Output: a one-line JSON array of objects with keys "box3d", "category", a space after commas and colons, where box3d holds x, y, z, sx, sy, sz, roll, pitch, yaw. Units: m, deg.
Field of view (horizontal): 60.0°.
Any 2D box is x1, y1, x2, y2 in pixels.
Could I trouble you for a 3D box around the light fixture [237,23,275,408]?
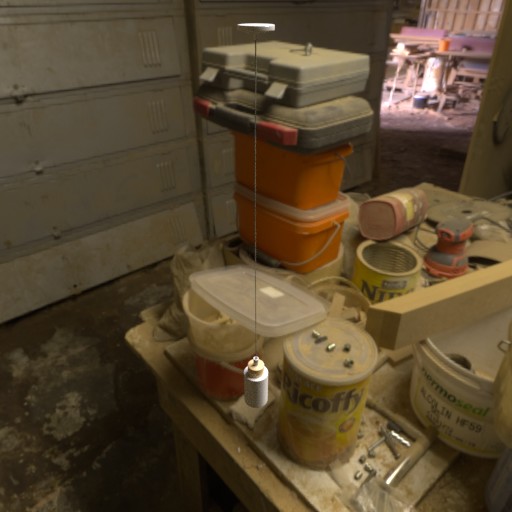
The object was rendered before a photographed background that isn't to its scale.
[{"box3d": [0.000, 0.000, 1.939, 0.125, 1.798, 0.125, -23, 38, -33], "category": "light fixture"}]
